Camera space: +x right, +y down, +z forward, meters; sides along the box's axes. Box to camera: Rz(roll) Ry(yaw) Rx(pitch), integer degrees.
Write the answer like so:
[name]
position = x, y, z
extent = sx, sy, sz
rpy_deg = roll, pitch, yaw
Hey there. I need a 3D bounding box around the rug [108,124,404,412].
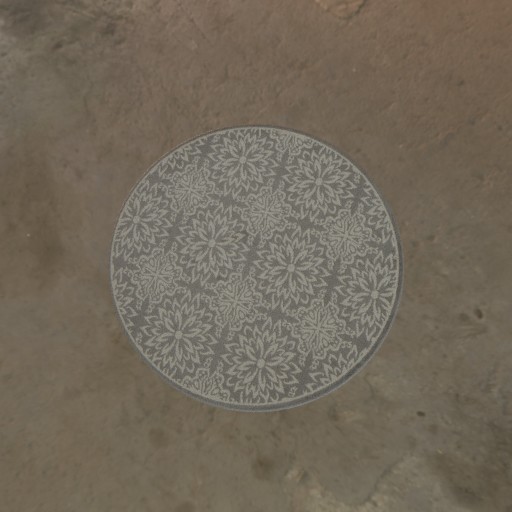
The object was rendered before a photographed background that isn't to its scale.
[rug]
position = 0.000, 0.000, 2.389
extent = 1.593, 0.012, 1.593
rpy_deg = 0, 76, 0
